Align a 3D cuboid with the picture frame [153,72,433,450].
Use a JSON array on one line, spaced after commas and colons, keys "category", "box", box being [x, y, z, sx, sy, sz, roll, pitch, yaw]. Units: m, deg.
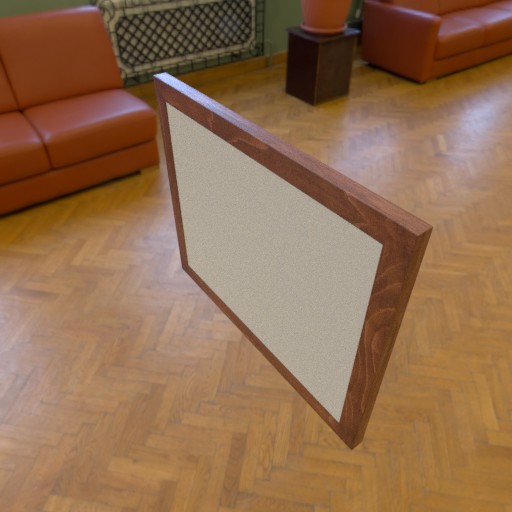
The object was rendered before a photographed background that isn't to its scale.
[{"category": "picture frame", "box": [0.000, 0.000, 0.759, 0.025, 0.457, 0.559, -27, 48, -27]}]
